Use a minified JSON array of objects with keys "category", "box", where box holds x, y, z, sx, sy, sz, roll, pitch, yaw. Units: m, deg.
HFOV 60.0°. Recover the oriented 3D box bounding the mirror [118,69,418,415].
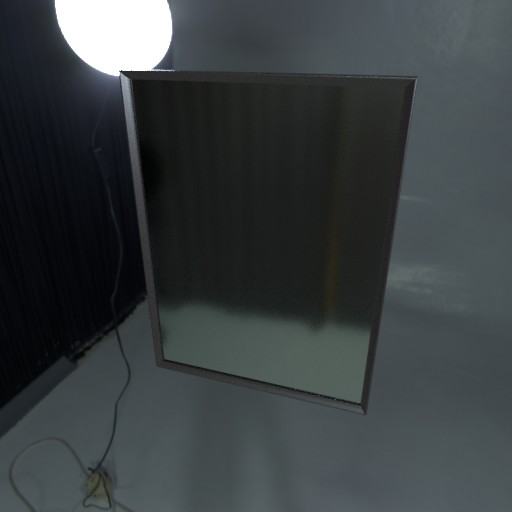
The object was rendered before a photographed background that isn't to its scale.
[{"category":"mirror","box":[0.000,0.000,1.325,0.762,1.016,0.041,8,28,16]}]
